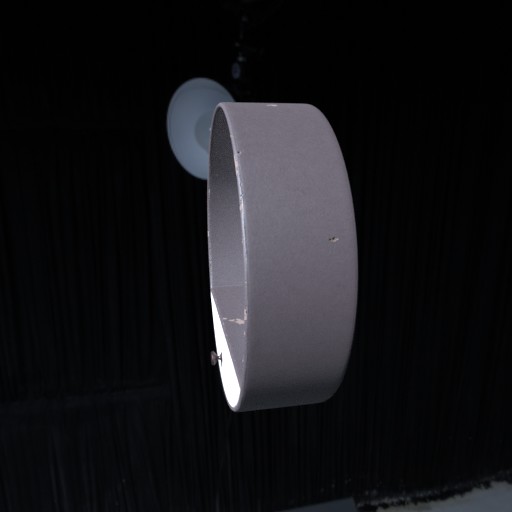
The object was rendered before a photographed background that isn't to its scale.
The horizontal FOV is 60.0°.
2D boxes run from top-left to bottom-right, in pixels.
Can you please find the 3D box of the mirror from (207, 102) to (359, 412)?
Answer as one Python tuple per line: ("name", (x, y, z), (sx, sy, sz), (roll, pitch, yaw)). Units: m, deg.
("mirror", (0.000, 0.000, 0.591), (0.126, 0.386, 0.386), (-3, 14, -11))
